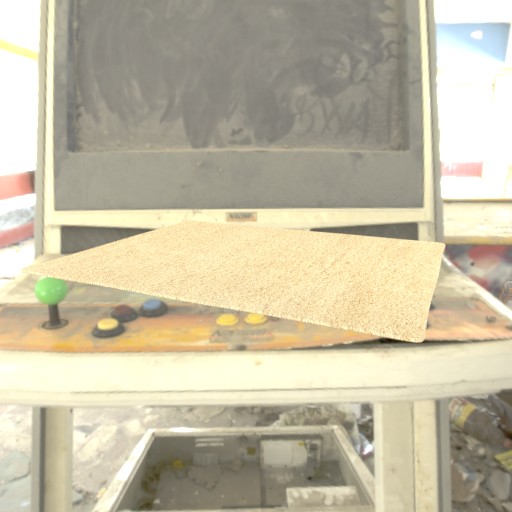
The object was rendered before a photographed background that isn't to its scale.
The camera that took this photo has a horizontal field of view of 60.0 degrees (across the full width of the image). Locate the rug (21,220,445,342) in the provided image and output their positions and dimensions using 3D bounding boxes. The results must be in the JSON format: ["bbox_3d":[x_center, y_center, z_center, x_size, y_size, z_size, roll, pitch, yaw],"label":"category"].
[{"bbox_3d":[0.000,0.000,3.922,3.001,0.025,2.401,7,16,24],"label":"rug"}]
